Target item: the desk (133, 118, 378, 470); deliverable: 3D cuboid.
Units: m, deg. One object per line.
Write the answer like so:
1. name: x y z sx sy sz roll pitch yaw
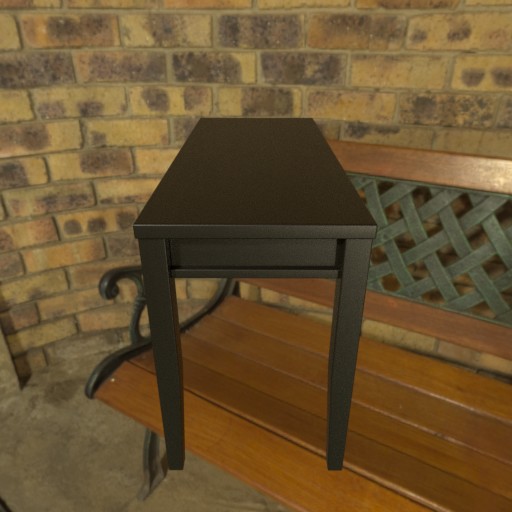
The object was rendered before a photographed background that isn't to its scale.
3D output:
1. desk: 0.000 0.000 1.633 0.508 0.775 1.220 0 27 0
